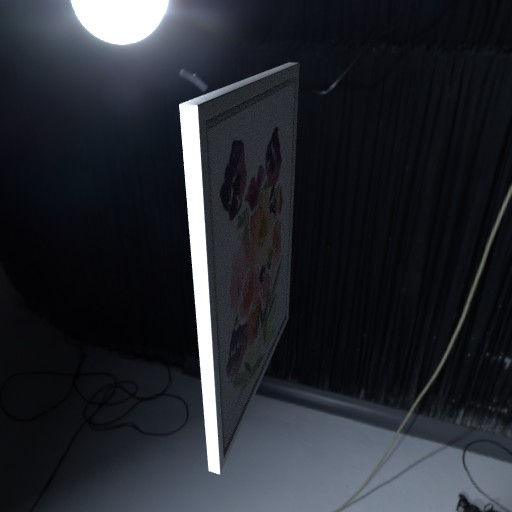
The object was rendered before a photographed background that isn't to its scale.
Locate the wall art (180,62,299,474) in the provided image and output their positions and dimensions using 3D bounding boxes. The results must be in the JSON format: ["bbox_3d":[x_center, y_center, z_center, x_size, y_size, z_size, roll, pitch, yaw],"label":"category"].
[{"bbox_3d":[0.000,0.000,1.404,0.042,1.056,0.805,9,30,16],"label":"wall art"}]
